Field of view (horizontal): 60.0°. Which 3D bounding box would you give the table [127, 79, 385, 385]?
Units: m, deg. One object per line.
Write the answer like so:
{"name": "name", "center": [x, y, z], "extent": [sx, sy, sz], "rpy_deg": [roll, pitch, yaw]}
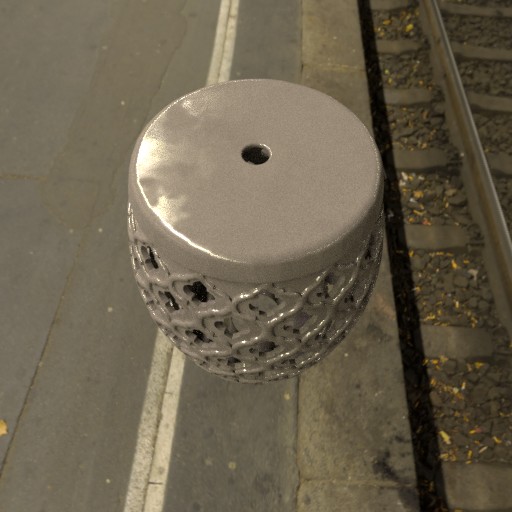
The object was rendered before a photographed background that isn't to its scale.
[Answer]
{"name": "table", "center": [0.000, 0.000, 0.618], "extent": [0.325, 0.388, 0.325], "rpy_deg": [0, 57, 0]}
